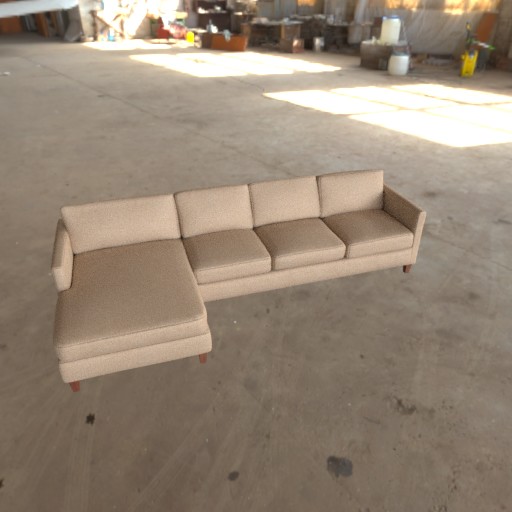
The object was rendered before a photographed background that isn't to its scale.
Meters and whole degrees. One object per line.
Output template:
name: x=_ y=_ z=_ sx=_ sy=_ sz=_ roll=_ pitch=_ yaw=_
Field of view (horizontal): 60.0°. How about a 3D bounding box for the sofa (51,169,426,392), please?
sofa: x=0.000 y=0.000 z=3.791 sx=3.201 sy=0.876 sz=1.502 roll=-9 pitch=32 yaw=-15
